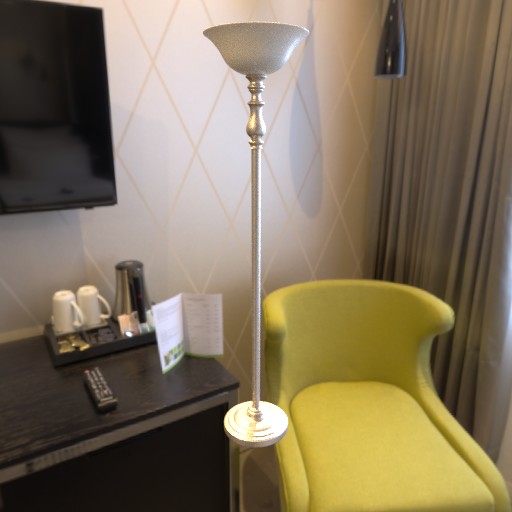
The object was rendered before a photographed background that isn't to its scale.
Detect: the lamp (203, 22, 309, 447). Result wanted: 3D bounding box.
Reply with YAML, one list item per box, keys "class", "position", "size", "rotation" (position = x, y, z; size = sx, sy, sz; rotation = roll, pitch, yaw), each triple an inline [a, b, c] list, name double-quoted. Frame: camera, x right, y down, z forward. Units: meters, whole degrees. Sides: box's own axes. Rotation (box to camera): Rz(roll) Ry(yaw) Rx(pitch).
- class: "lamp"
  position: [0.000, 0.000, 1.944]
  size: [0.405, 1.771, 0.405]
  rotation: [9, 18, 27]
